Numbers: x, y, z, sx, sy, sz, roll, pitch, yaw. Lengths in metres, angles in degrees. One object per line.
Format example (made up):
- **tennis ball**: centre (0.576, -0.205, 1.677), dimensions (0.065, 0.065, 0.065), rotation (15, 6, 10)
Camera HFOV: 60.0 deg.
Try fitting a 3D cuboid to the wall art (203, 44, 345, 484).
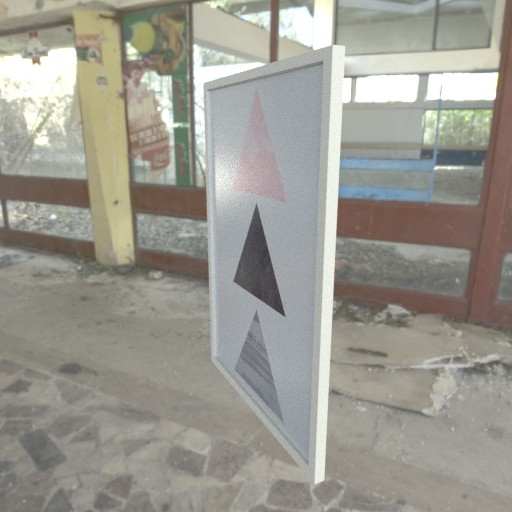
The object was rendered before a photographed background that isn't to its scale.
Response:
- **wall art**: centre (0.000, 0.000, 0.552), dimensions (0.013, 0.433, 0.303), rotation (-8, 17, -26)
